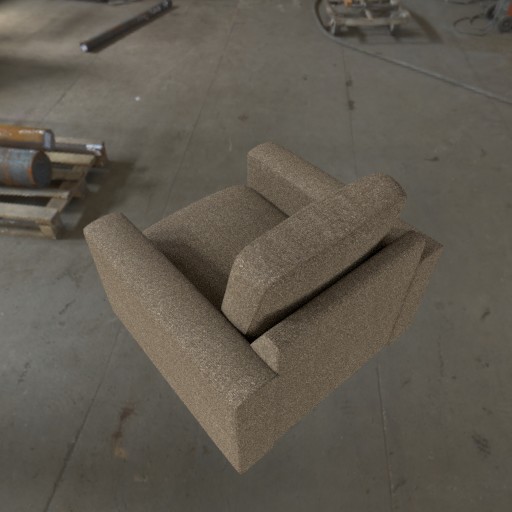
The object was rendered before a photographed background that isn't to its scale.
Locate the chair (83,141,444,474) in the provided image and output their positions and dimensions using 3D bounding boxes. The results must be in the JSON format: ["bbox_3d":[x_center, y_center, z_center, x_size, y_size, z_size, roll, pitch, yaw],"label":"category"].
[{"bbox_3d":[0.000,0.000,1.788,1.005,0.873,1.016,-31,53,-27],"label":"chair"}]
